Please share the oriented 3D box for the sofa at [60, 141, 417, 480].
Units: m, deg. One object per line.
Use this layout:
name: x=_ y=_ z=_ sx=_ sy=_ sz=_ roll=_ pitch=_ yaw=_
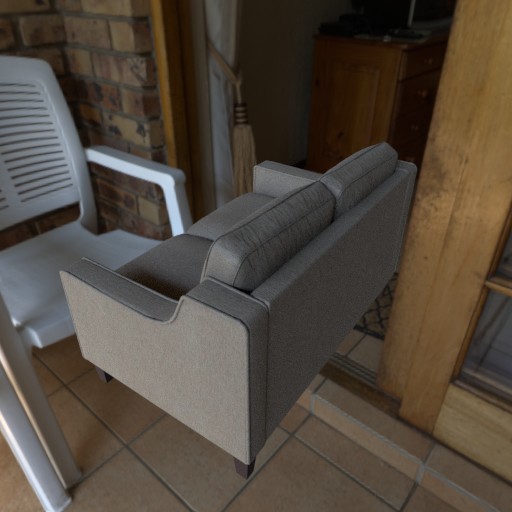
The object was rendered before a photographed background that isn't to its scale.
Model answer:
sofa: x=0.000 y=0.000 z=2.171 sx=0.985 sy=0.981 sz=1.503 roll=21 pitch=38 yaw=29
